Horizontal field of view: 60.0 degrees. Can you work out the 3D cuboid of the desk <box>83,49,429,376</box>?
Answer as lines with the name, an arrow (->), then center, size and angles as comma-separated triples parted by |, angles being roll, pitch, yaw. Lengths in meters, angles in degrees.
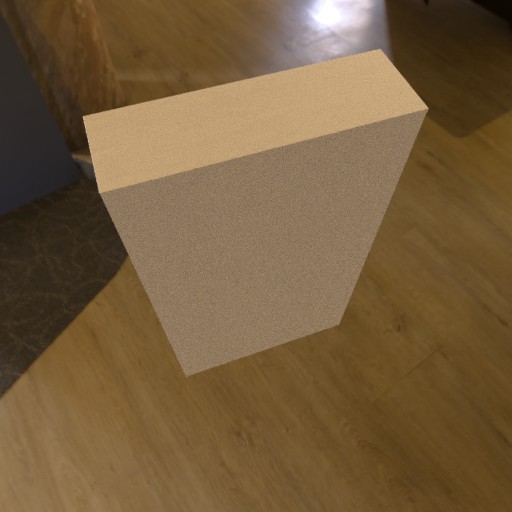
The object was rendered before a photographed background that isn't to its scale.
desk -> 0.000, 0.000, 1.558 | 0.750, 1.280, 0.250 | -17, 60, -10
